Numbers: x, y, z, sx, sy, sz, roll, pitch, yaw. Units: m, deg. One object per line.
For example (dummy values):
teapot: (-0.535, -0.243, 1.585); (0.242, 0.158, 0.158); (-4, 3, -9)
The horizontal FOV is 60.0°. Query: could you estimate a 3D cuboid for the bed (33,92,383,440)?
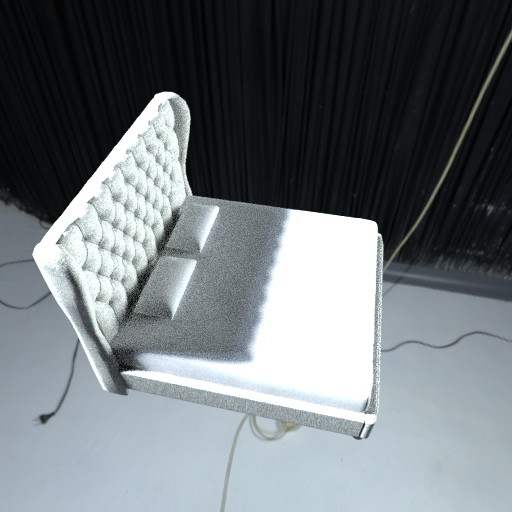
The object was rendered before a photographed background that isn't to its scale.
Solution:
bed: (0.000, 0.000, 3.853); (2.347, 1.771, 2.219); (9, 47, 8)
